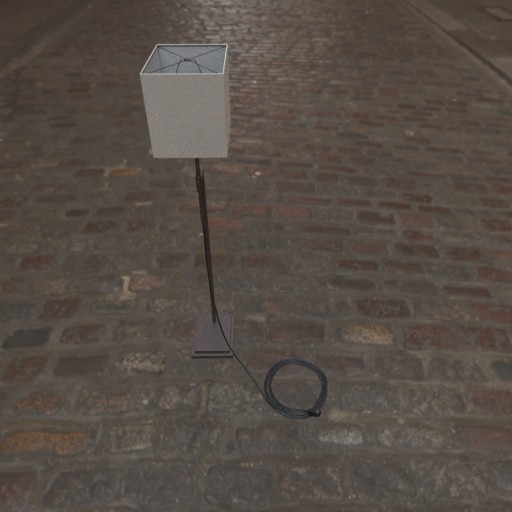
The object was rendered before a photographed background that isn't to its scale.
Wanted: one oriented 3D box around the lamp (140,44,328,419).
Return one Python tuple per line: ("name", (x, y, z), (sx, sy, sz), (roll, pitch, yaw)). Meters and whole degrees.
("lamp", (0.000, 0.000, 1.997), (0.774, 1.600, 0.698), (0, 40, 0))
